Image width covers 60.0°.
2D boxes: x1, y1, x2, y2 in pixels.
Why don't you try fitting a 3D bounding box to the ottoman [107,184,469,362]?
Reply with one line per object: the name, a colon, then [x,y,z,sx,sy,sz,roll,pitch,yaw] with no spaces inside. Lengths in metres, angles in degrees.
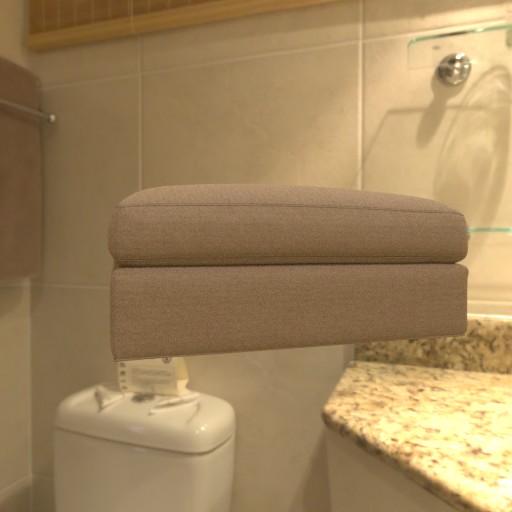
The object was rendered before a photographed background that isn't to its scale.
ottoman: [0.000,0.000,1.654,1.041,0.470,1.041,0,1,-18]
